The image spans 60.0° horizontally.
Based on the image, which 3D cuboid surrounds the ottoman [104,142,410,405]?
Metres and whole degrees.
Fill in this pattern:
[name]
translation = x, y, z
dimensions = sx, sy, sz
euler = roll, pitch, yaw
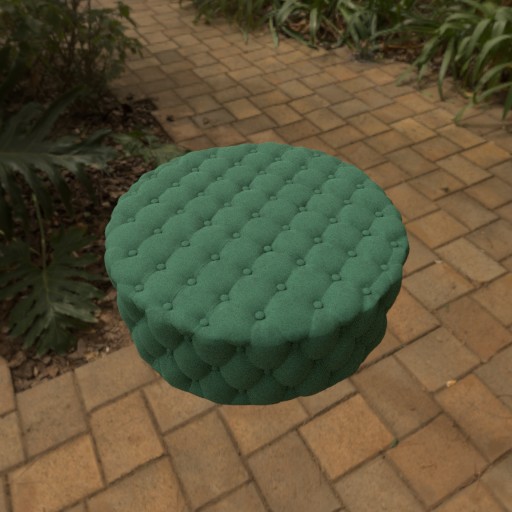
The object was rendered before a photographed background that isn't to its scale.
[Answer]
[ottoman]
translation = 0.000, 0.000, 1.572
dimensions = 0.998, 0.399, 0.998
euler = 0, 44, 0
